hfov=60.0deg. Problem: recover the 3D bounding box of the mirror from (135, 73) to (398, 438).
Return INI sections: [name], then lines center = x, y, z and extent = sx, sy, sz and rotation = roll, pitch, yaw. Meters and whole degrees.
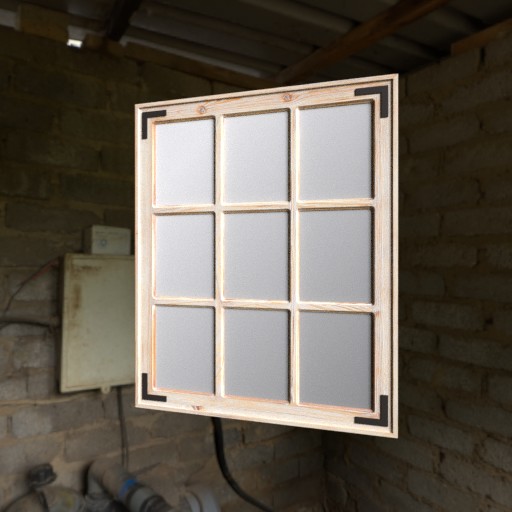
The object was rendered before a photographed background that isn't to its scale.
[mirror]
center = 0.000, 0.000, 1.197
extent = 0.730, 0.882, 0.032
rotation = 0, 0, 18
